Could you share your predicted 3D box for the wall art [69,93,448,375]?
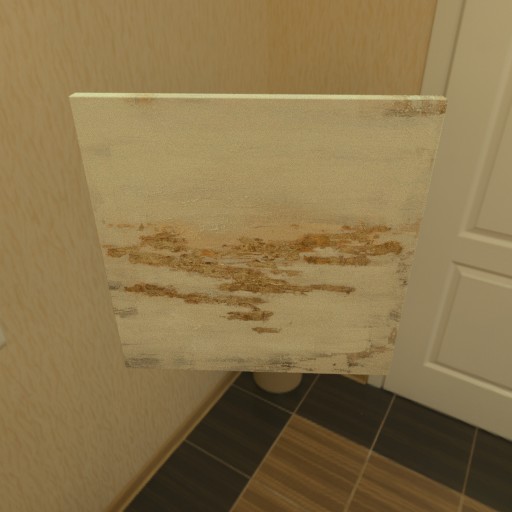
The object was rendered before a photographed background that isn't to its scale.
[{"bbox_3d":[0.000,0.000,1.089,0.753,0.755,0.038,1,31,2],"label":"wall art"}]
